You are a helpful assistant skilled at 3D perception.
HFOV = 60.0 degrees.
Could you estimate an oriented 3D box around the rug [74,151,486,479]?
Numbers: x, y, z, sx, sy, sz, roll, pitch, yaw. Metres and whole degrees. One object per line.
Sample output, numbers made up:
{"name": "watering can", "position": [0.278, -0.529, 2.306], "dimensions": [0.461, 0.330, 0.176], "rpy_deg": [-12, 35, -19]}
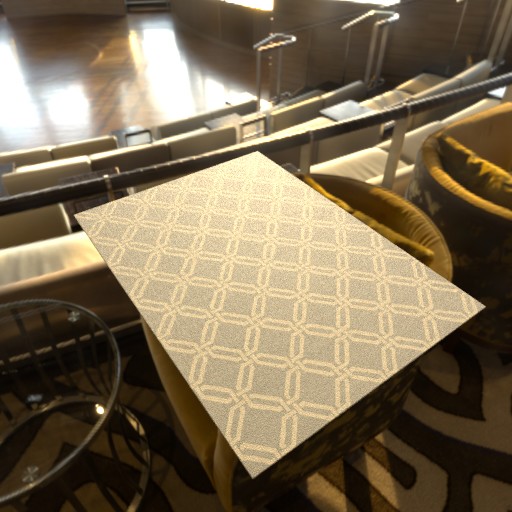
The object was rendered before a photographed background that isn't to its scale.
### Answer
{"name": "rug", "position": [0.000, 0.000, 4.282], "dimensions": [2.438, 0.013, 3.353], "rpy_deg": [-25, 47, -26]}
